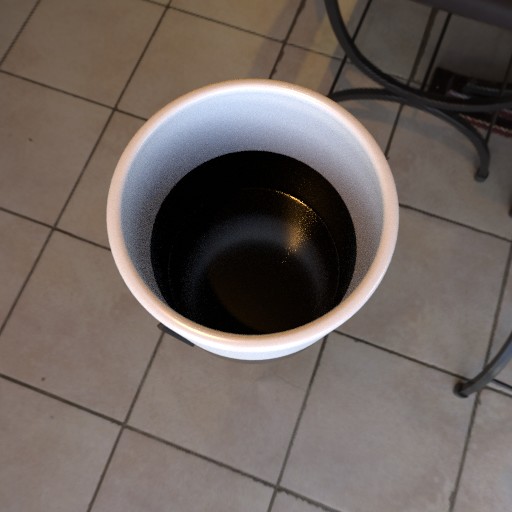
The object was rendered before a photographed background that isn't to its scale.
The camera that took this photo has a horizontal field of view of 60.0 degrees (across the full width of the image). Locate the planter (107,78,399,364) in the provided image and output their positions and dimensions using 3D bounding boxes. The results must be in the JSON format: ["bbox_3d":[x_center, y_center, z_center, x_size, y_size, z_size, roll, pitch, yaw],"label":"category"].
[{"bbox_3d":[0.000,0.000,0.659,0.310,0.432,0.310,2,74,0],"label":"planter"}]
